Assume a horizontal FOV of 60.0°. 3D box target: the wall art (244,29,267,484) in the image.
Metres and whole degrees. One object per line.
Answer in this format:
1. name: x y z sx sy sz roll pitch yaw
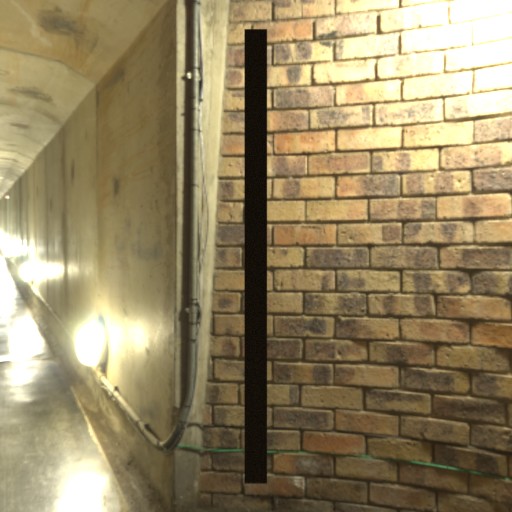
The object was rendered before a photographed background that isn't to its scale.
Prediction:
1. wall art: 0.000 0.000 1.124 0.038 0.762 0.762 0 0 0
